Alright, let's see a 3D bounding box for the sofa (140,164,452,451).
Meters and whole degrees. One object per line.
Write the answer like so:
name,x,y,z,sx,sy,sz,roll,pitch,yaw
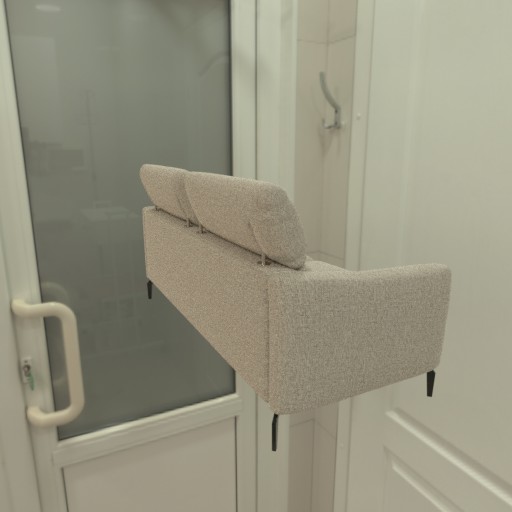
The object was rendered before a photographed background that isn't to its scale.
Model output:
sofa,0.000,0.000,2.462,0.856,0.956,2.015,-7,16,-26
